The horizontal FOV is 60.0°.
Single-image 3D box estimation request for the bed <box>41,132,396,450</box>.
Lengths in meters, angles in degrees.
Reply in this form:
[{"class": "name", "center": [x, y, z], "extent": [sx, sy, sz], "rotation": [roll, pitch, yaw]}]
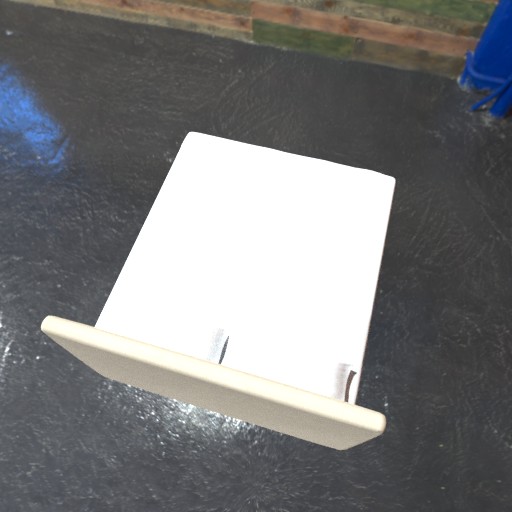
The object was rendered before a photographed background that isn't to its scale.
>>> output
[{"class": "bed", "center": [0.000, 0.000, 3.529], "extent": [2.119, 1.317, 2.319], "rotation": [15, 63, 7]}]
